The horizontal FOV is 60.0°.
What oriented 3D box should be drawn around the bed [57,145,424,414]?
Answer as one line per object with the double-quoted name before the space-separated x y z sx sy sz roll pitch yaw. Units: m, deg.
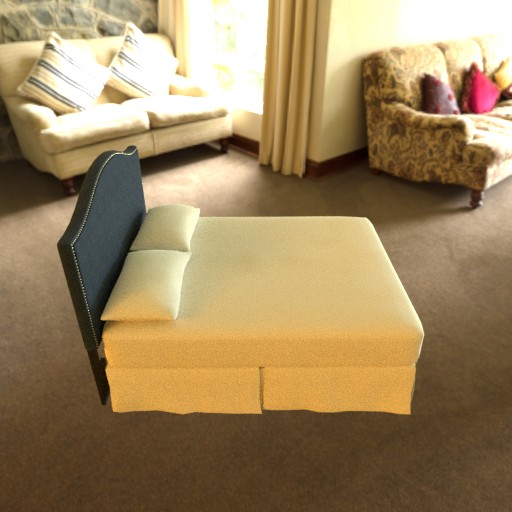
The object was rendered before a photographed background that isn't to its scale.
"bed" 0.000 0.000 3.310 2.153 1.518 1.713 0 32 -1
